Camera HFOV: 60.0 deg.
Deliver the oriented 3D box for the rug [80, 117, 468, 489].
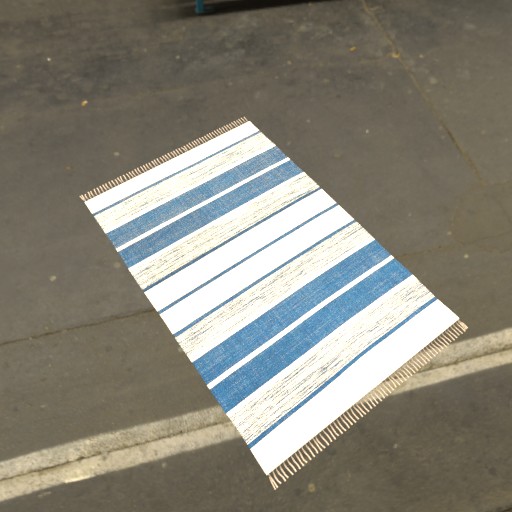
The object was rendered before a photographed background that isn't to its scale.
[{"bbox_3d":[0.000,0.000,3.067,1.532,0.010,2.441,-31,63,-18],"label":"rug"}]
